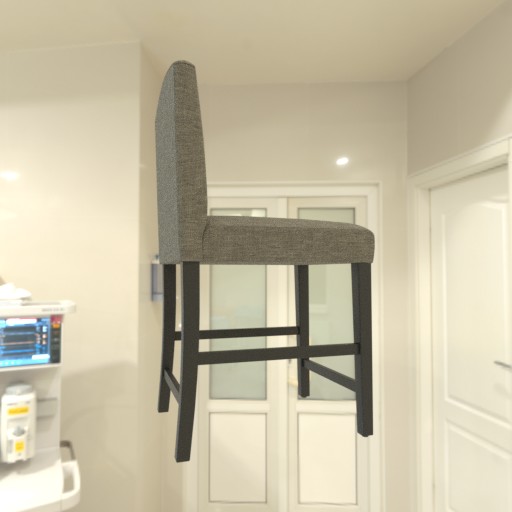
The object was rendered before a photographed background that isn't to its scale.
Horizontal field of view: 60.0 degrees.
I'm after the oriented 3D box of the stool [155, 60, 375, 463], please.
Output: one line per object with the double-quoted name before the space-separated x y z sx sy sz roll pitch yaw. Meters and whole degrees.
"stool" 0.000 0.000 1.305 0.552 0.966 0.451 1 -2 -18
